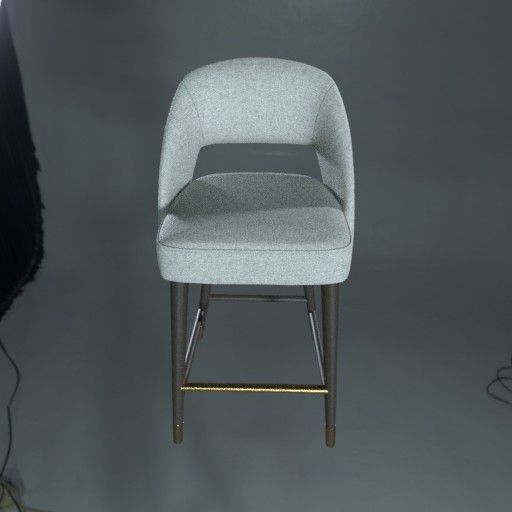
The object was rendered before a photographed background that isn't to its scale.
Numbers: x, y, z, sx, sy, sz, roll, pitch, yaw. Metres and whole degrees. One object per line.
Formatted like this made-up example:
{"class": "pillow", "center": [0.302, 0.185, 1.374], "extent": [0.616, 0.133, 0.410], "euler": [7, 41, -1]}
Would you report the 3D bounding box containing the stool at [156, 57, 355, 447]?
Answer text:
{"class": "stool", "center": [0.000, 0.000, 1.213], "extent": [0.494, 0.940, 0.509], "euler": [1, 31, 1]}
